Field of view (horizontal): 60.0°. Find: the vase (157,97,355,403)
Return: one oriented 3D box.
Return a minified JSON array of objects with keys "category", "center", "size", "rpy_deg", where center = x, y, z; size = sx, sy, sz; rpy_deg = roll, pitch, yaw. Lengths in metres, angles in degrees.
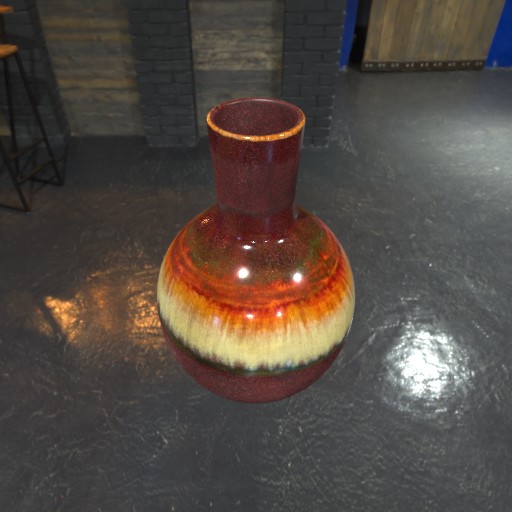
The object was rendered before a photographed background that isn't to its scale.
[{"category":"vase","center":[0.000,0.000,0.234],"size":[0.111,0.154,0.111],"rpy_deg":[0,41,0]}]
